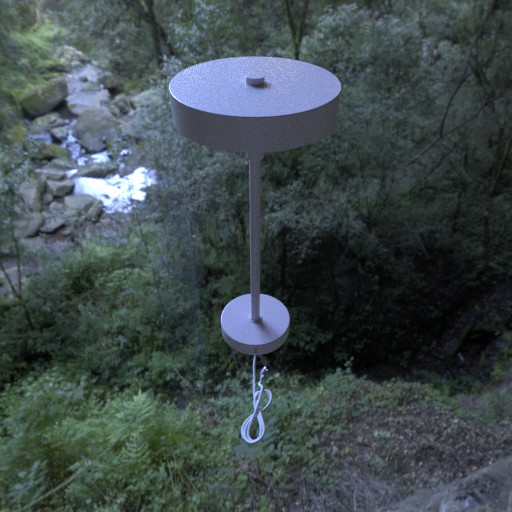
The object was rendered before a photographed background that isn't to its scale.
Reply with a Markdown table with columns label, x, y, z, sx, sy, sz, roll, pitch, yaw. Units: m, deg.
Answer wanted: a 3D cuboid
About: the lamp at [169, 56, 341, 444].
| label | x | y | z | sx | sy | sz | roll | pitch | yaw |
| --- | --- | --- | --- | --- | --- | --- | --- | --- | --- |
| lamp | 0.000 | 0.000 | 0.698 | 0.229 | 0.508 | 0.369 | -1 | 40 | -1 |
